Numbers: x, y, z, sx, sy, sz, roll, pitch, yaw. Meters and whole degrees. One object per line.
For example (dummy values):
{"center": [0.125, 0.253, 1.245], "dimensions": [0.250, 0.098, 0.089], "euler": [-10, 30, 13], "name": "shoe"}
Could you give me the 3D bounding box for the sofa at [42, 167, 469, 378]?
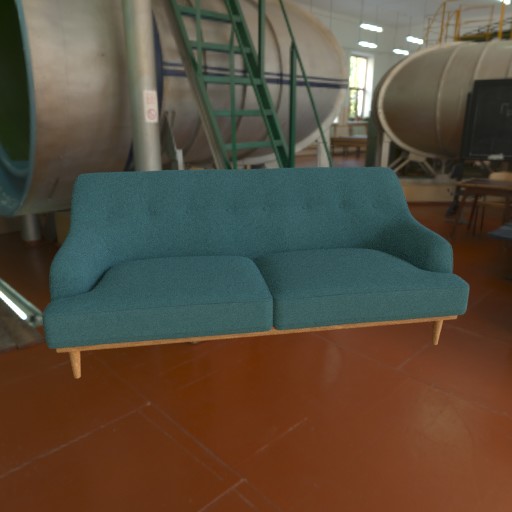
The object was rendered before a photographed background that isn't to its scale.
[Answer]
{"center": [0.000, 0.000, 2.485], "dimensions": [2.057, 0.871, 0.978], "euler": [-3, 18, -10], "name": "sofa"}
